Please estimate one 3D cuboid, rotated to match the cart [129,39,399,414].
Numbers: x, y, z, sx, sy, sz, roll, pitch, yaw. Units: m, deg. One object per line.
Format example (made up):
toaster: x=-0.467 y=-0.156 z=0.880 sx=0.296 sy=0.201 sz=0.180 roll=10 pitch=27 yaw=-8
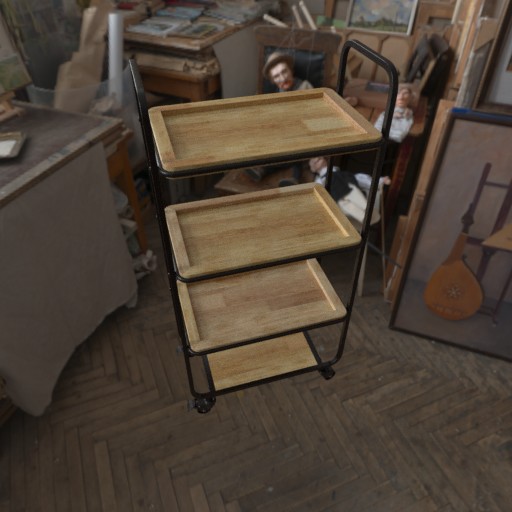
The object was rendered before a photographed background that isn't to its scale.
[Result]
cart: x=0.000 y=0.000 z=1.279 sx=0.545 sy=1.080 sz=0.321 roll=-11 pitch=42 yaw=-12
